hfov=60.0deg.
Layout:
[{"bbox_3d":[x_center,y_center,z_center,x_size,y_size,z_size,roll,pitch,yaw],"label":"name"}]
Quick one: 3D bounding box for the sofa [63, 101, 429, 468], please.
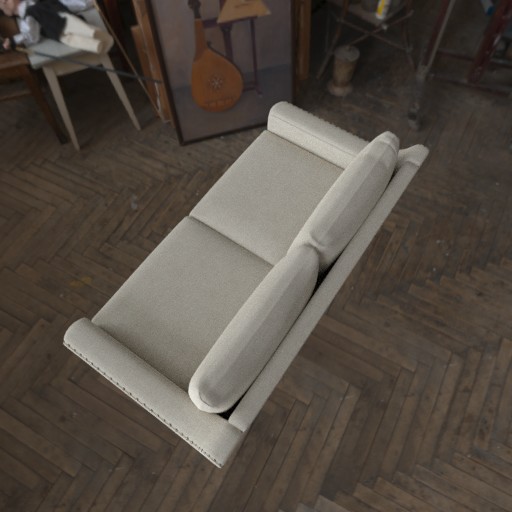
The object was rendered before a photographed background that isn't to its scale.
[{"bbox_3d":[0.000,0.000,2.694,1.104,0.983,2.107,32,67,15],"label":"sofa"}]
